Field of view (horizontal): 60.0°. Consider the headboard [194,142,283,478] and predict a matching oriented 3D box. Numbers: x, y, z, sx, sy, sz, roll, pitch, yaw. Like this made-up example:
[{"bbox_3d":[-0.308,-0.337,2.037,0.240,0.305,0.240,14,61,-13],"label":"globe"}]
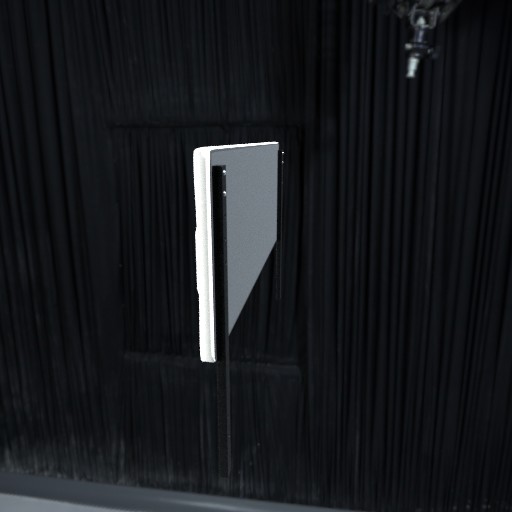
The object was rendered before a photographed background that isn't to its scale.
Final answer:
[{"bbox_3d":[0.000,0.000,2.873,0.120,1.410,2.362,2,15,8],"label":"headboard"}]
